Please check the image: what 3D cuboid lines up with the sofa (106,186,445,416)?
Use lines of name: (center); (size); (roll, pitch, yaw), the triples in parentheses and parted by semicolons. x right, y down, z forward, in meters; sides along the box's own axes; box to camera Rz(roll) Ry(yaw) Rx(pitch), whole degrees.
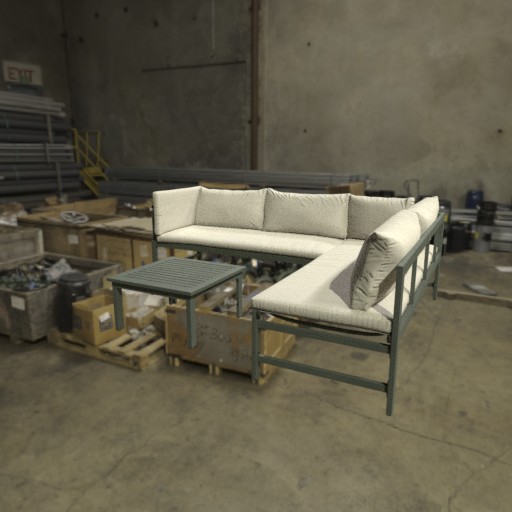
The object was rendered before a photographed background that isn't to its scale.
sofa: (0.000, 0.000, 2.889); (2.096, 0.758, 1.658); (7, 15, 27)
